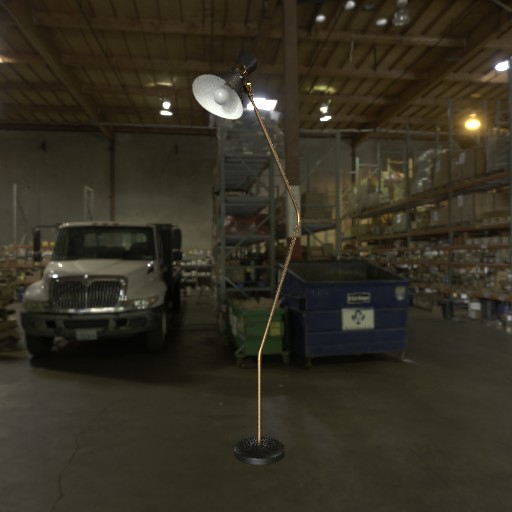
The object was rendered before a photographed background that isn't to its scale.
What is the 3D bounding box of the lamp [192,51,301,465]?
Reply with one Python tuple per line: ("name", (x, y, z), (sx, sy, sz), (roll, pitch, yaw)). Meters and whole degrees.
("lamp", (0.000, 0.000, 1.565), (0.467, 1.438, 0.277), (0, 0, -20))
